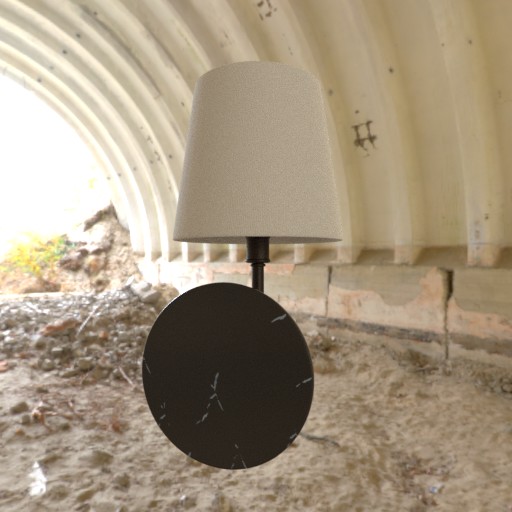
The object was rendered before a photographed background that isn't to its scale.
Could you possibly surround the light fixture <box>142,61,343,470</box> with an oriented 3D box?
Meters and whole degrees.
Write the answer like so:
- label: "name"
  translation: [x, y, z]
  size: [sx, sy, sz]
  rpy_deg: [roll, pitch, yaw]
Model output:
- label: "light fixture"
  translation: [0.000, 0.000, 0.439]
  size: [0.168, 0.337, 0.188]
  rpy_deg: [0, -1, 17]
